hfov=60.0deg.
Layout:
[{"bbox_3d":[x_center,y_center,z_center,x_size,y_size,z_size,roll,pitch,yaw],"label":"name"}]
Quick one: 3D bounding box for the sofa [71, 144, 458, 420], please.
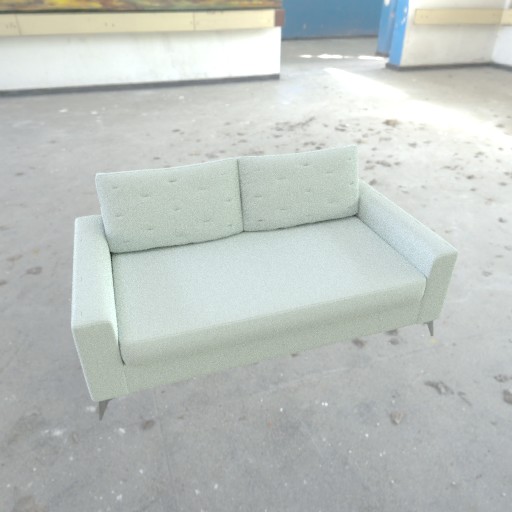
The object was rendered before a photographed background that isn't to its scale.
[{"bbox_3d":[0.000,0.000,2.160,1.650,0.790,0.920,-10,33,-15],"label":"sofa"}]
